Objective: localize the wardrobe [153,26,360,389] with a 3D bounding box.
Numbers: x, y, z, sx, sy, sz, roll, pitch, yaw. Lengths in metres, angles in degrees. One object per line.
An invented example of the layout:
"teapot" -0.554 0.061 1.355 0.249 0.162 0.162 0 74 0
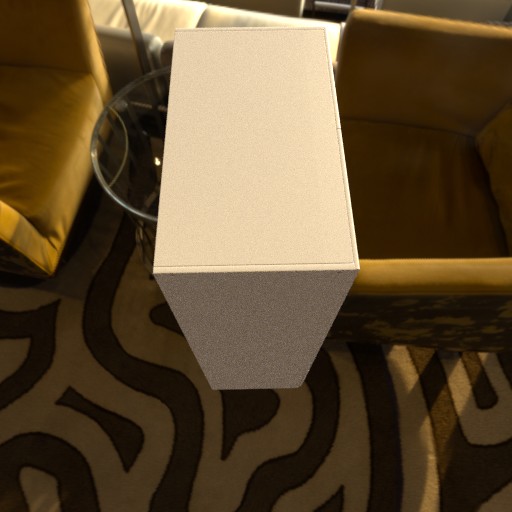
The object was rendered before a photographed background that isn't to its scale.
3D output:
"wardrobe" 0.000 0.000 2.226 0.577 1.808 0.991 -1 64 -1
